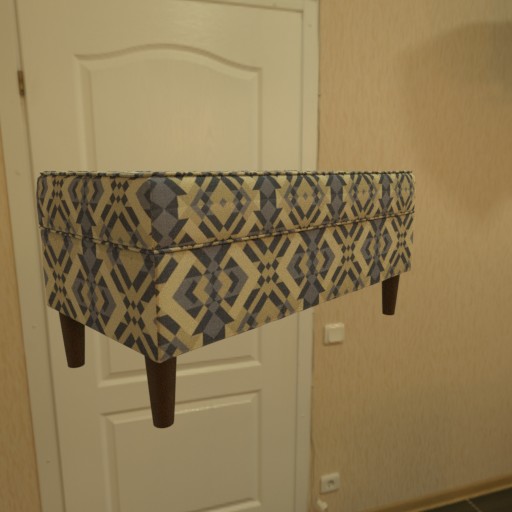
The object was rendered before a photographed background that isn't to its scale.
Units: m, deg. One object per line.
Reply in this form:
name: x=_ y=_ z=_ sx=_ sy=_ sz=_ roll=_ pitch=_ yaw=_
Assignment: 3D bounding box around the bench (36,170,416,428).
bench: x=0.000 y=0.000 z=1.263 sx=0.492 sy=0.477 sz=1.016 roll=10 pitch=15 yaw=43
